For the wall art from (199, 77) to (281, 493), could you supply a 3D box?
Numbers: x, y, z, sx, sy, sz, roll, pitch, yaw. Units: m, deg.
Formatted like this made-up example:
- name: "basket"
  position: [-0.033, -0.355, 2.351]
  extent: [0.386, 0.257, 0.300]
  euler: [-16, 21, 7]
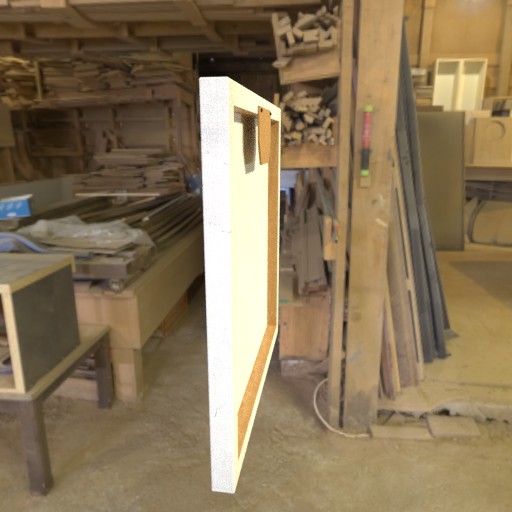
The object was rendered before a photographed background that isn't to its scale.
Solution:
- name: "wall art"
  position: [0.000, 0.000, 0.901]
  extent: [0.044, 0.605, 0.605]
  euler: [2, 15, 9]
